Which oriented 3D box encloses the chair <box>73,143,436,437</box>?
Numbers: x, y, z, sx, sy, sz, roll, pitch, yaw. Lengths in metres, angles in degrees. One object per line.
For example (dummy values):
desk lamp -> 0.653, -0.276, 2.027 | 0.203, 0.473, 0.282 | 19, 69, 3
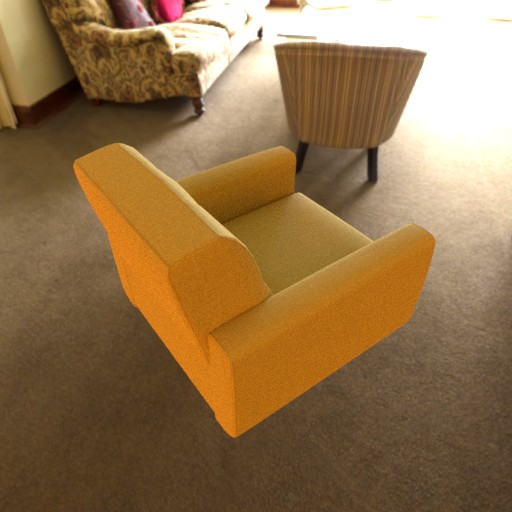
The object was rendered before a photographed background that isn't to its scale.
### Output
chair -> 0.000, 0.000, 1.567 | 0.909, 0.841, 0.831 | -26, 47, -27
